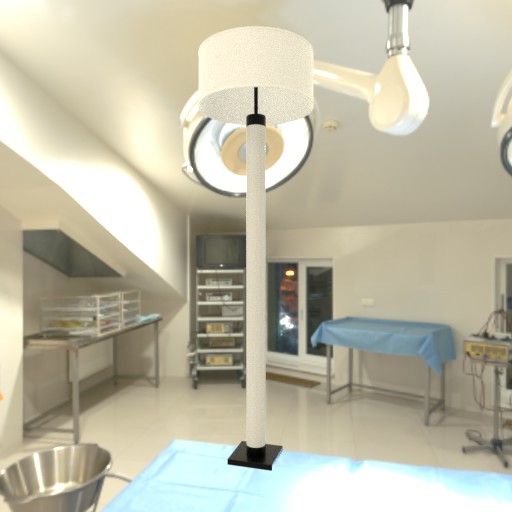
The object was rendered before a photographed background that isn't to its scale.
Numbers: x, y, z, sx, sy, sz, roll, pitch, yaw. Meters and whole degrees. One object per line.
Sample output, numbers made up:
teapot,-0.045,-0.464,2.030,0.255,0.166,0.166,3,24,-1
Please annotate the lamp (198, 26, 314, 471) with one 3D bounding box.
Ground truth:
lamp,0.000,0.000,1.614,0.420,1.475,0.420,0,0,17
